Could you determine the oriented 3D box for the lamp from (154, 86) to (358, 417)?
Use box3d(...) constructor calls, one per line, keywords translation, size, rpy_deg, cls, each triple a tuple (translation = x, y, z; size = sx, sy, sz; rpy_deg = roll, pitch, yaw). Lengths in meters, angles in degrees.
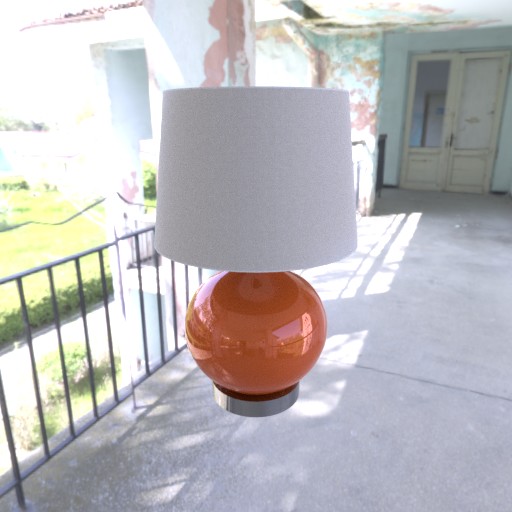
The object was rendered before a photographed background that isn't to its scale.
box3d(translation=(0.000, 0.000, 0.555), size=(0.247, 0.387, 0.247), rpy_deg=(0, 17, 0), cls="lamp")
